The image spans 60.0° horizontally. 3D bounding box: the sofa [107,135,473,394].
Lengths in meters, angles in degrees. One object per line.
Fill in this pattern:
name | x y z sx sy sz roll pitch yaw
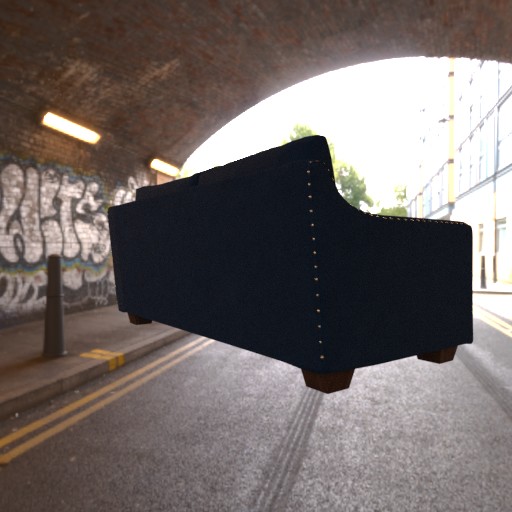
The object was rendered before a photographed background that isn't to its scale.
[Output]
sofa | 0.000 0.000 2.644 1.104 0.983 2.107 0 1 -36
